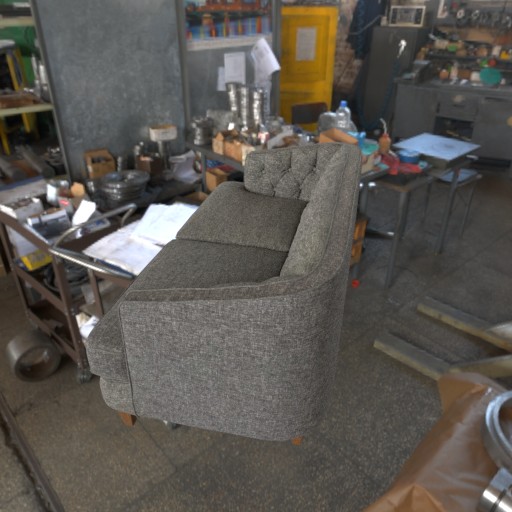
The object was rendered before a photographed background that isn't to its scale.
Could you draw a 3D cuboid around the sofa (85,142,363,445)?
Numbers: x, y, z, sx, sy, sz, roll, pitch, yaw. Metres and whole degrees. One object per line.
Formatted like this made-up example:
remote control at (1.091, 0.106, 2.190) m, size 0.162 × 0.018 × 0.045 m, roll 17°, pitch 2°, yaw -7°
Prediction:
sofa at (0.000, 0.000, 2.268) m, size 0.941 × 0.855 × 1.733 m, roll 7°, pitch 31°, yaw 12°
